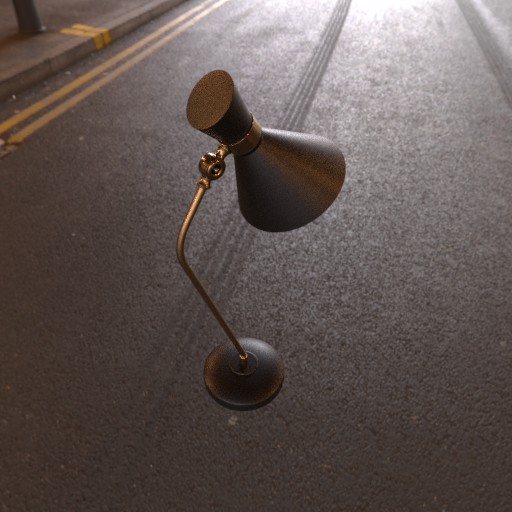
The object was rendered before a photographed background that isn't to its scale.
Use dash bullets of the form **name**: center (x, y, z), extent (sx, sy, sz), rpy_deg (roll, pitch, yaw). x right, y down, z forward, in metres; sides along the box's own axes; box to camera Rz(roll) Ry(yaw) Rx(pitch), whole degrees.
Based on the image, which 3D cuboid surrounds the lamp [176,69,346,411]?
- **lamp**: center (0.000, 0.000, 0.772), extent (0.292, 0.647, 0.189), rpy_deg (-26, 46, -27)
